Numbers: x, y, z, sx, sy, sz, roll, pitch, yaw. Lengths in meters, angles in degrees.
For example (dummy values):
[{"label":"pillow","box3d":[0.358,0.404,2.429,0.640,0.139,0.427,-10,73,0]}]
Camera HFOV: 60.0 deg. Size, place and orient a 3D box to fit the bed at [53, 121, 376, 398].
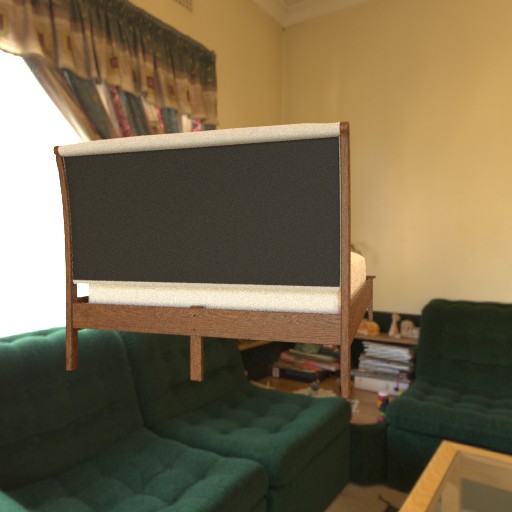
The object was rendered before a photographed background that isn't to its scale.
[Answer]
[{"label":"bed","box3d":[0.000,0.000,3.262,1.612,1.250,2.380,0,1,17]}]
